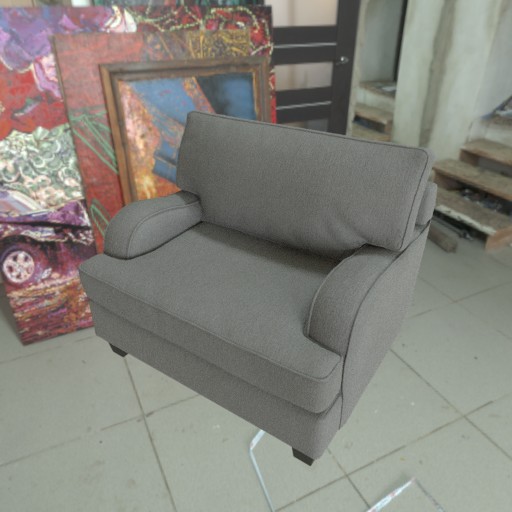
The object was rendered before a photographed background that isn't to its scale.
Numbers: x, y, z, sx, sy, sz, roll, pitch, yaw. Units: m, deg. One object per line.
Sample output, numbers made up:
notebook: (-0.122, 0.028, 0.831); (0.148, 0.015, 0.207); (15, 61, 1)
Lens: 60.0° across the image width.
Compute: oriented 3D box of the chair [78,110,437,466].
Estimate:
chair: (0.000, 0.000, 1.956); (1.220, 1.016, 1.041); (19, 35, 29)
